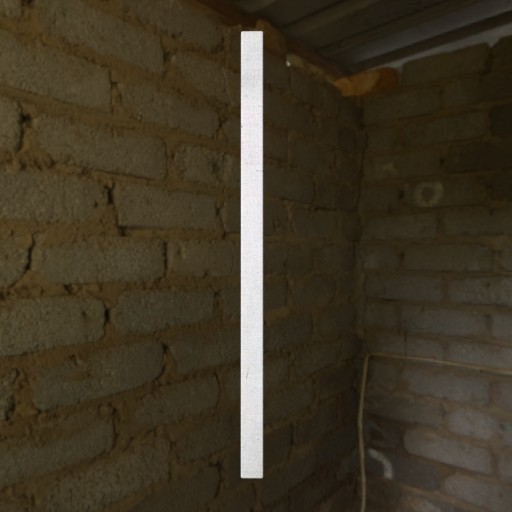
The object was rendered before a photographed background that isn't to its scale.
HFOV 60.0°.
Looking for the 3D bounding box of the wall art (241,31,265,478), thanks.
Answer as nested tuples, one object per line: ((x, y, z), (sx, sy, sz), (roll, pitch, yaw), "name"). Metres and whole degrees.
((0.000, 0.000, 1.135), (0.041, 0.762, 0.762), (0, -1, 1), "wall art")
